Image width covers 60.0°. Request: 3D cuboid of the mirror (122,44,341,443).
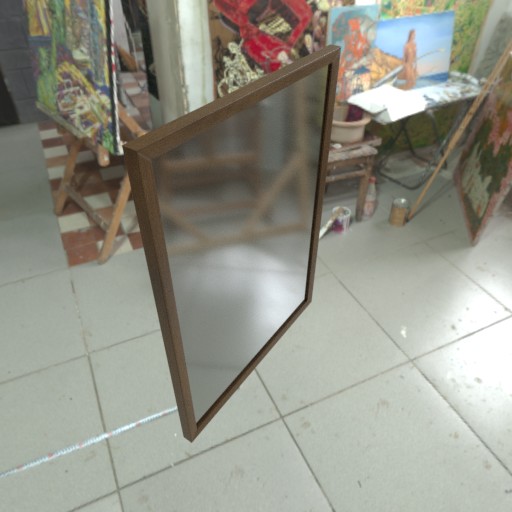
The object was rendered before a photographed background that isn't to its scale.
[{"bbox_3d":[0.000,0.000,1.328,0.040,1.016,0.762,25,46,26],"label":"mirror"}]
